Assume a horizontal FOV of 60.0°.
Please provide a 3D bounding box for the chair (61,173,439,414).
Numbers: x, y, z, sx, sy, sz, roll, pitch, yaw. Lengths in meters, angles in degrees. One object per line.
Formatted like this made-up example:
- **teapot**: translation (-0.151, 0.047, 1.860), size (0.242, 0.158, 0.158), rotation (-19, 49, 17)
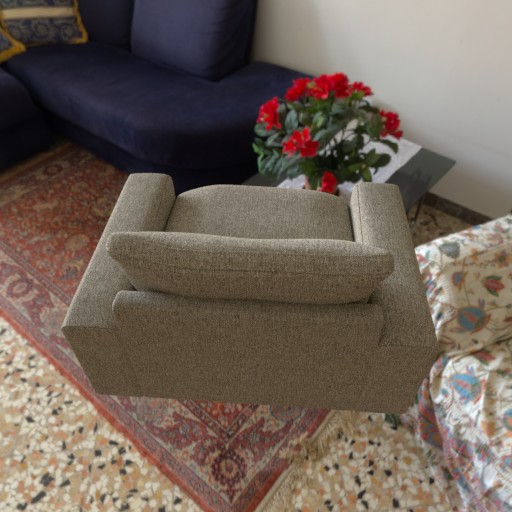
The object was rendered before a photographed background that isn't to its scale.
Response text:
- **chair**: translation (0.000, 0.000, 2.044), size (1.398, 0.915, 1.039), rotation (3, 46, 3)
